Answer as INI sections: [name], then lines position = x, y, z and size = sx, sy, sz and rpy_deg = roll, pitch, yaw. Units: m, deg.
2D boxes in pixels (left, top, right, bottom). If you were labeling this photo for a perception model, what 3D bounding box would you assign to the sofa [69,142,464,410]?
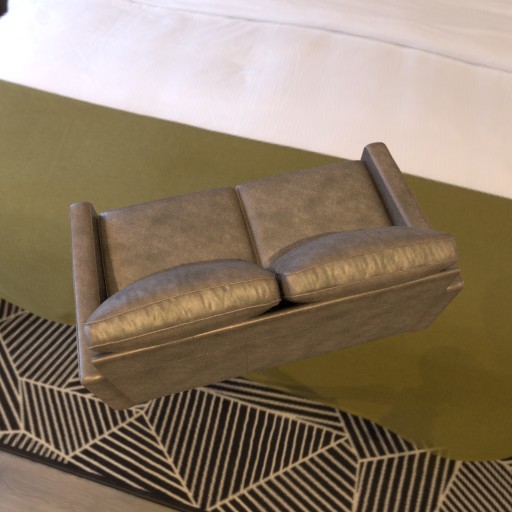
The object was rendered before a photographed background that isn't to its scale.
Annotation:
[sofa]
position = 0.000, 0.000, 2.208
size = 1.732, 0.916, 0.939
rpy_deg = -13, 60, -8
